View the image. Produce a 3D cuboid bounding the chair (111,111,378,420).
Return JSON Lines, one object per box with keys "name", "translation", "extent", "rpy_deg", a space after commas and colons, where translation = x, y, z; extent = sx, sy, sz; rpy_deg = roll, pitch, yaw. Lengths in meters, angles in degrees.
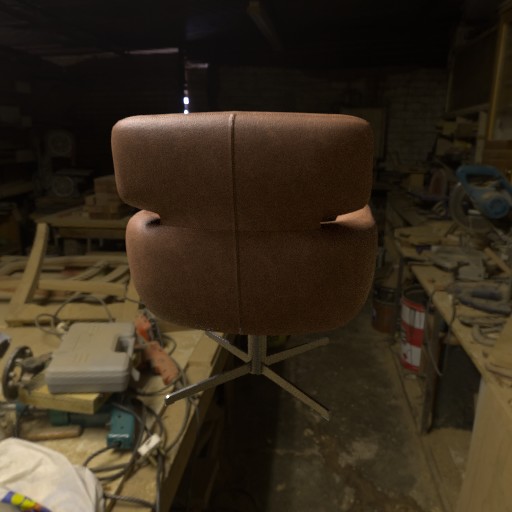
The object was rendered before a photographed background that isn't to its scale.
{"name": "chair", "translation": [0.000, 0.000, 1.352], "extent": [0.706, 0.812, 0.715], "rpy_deg": [2, 16, 8]}
